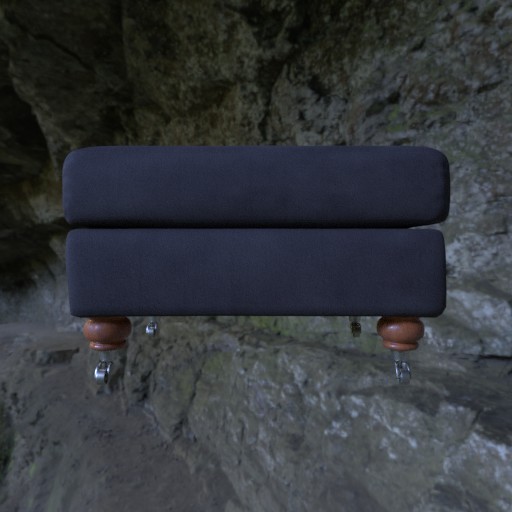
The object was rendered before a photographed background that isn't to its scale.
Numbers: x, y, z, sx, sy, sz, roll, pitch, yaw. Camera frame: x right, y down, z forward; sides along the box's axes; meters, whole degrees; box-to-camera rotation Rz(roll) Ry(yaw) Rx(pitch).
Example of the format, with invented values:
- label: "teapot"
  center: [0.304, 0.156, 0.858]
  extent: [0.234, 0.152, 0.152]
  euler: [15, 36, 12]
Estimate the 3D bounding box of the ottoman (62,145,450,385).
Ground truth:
- label: "ottoman"
  center: [0.000, 0.000, 1.123]
  extent: [0.773, 0.497, 0.574]
  euler: [0, 2, 0]
